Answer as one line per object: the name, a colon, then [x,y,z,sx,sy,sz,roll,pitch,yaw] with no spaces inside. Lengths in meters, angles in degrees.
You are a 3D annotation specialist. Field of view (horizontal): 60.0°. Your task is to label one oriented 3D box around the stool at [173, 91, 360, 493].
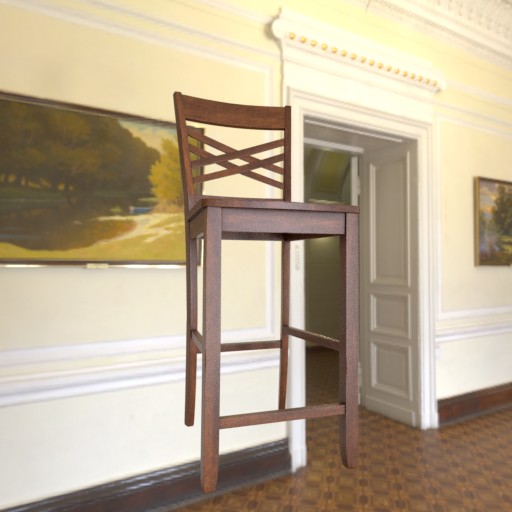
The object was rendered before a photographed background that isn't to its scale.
stool: [0.000,0.000,1.315,0.426,1.098,0.504,0,-1,-19]
